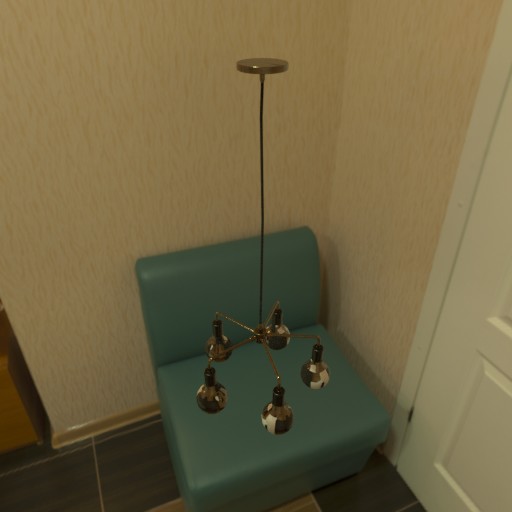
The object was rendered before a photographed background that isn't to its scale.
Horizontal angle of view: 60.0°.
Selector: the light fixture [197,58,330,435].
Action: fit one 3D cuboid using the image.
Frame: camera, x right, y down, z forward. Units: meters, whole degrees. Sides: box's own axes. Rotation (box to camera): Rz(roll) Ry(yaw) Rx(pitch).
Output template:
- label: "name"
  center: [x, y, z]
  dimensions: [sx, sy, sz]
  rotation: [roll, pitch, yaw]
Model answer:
- label: "light fixture"
  center: [0.000, 0.000, 1.214]
  dimensions: [0.421, 0.988, 0.438]
  rotation: [23, 39, 31]
